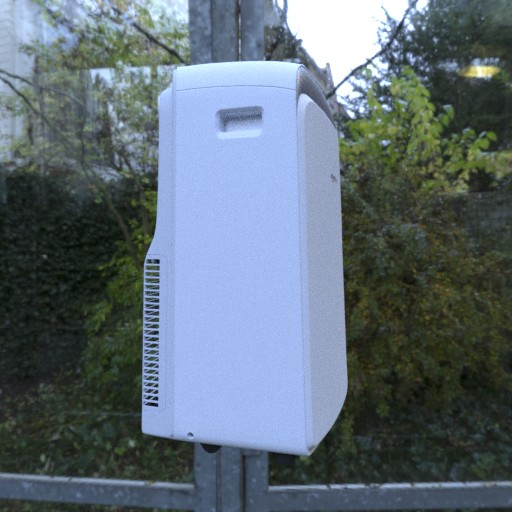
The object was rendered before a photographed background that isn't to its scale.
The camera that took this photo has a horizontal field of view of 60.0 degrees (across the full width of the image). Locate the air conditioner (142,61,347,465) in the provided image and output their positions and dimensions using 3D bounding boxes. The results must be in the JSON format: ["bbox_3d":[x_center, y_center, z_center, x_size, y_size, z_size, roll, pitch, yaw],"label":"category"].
[{"bbox_3d":[0.000,0.000,0.946,0.365,0.700,0.454,0,1,19],"label":"air conditioner"}]
